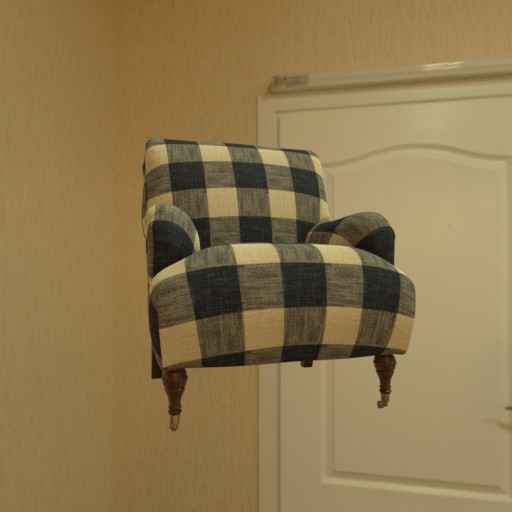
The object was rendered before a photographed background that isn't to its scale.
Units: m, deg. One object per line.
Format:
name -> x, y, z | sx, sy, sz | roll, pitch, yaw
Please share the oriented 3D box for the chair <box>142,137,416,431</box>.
chair -> 0.000, 0.000, 1.568 | 0.781, 0.953, 0.848 | 0, -1, -17
